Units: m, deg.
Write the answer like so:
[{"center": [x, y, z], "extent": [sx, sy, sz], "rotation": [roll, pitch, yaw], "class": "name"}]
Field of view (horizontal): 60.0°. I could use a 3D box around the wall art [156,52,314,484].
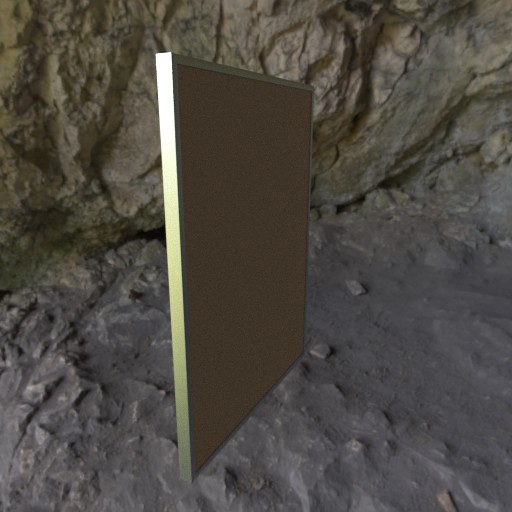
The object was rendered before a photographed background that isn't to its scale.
[{"center": [0.000, 0.000, 1.391], "extent": [0.041, 1.062, 0.803], "rotation": [8, 18, 27], "class": "wall art"}]
